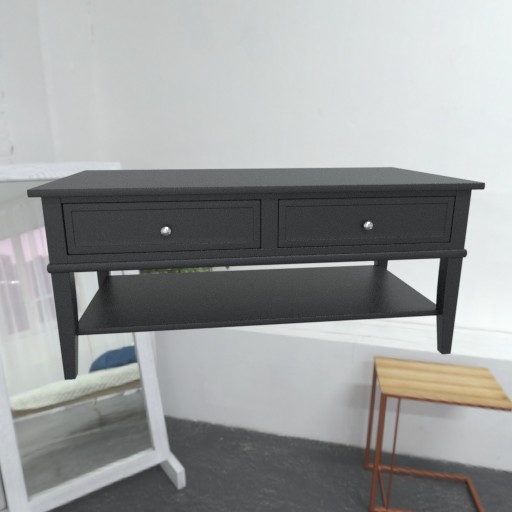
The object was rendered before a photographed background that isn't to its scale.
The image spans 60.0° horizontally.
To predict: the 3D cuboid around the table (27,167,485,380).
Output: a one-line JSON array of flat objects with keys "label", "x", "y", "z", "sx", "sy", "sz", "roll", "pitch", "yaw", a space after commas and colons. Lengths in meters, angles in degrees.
[{"label": "table", "x": 0.000, "y": 0.000, "z": 1.311, "sx": 1.044, "sy": 0.470, "sz": 0.523, "roll": -2, "pitch": 16, "yaw": -7}]
